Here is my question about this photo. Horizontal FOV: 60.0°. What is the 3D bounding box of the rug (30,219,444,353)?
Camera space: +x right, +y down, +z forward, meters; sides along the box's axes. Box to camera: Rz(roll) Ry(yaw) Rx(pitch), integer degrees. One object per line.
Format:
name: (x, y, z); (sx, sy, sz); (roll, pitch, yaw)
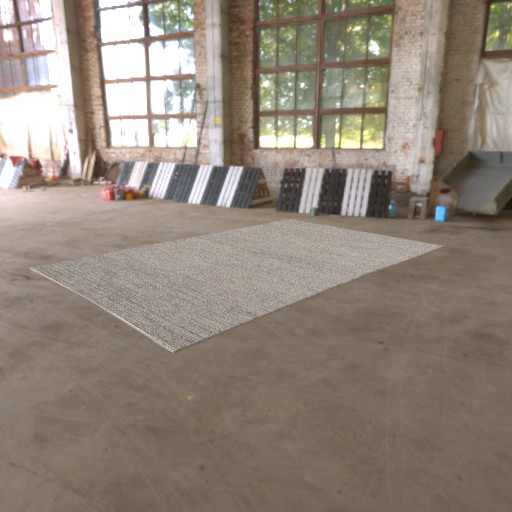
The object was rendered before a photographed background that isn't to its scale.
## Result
rug: (0.000, 0.000, 2.260); (1.804, 0.022, 1.162); (-14, 21, -42)
